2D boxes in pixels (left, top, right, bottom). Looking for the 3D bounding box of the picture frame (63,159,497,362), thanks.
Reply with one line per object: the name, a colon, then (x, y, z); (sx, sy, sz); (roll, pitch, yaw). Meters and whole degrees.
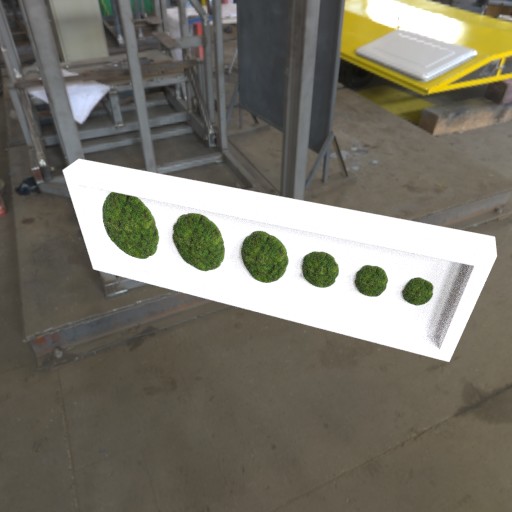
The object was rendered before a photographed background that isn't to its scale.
picture frame: (0.000, 0.000, 0.838); (0.759, 0.250, 0.050); (13, 41, 15)
